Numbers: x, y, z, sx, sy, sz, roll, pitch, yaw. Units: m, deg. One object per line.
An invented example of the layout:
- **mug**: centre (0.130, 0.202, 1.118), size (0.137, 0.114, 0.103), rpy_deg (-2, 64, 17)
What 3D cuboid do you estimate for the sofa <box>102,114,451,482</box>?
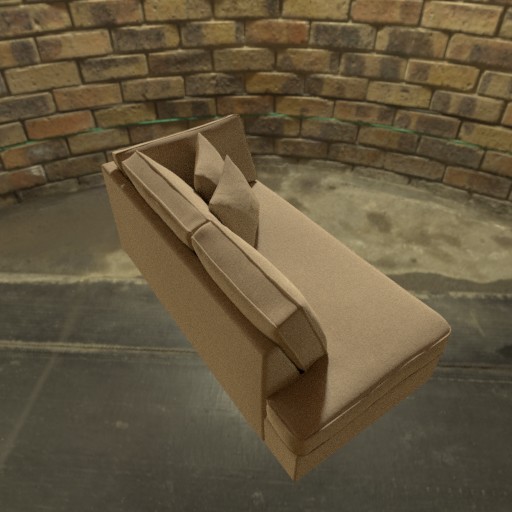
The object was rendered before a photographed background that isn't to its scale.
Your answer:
- **sofa**: centre (0.000, 0.000, 2.811), size (1.110, 1.033, 2.237), rpy_deg (-25, 47, -25)
